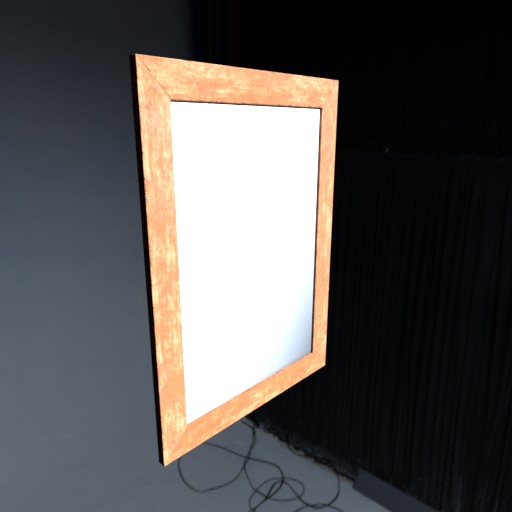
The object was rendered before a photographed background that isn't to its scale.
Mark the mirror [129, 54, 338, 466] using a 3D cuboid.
[{"bbox_3d":[0.000,0.000,1.412,0.028,1.099,0.796,15,22,42],"label":"mirror"}]
